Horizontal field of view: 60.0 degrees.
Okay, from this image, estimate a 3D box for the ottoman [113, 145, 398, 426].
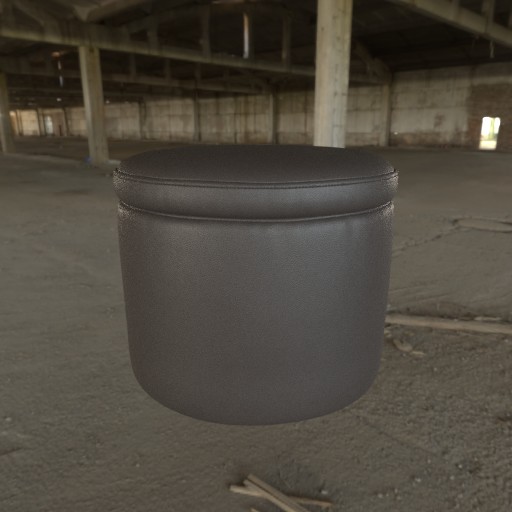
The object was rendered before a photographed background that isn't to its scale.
[{"bbox_3d":[0.000,0.000,0.855,0.500,0.409,0.500,0,16,0],"label":"ottoman"}]
